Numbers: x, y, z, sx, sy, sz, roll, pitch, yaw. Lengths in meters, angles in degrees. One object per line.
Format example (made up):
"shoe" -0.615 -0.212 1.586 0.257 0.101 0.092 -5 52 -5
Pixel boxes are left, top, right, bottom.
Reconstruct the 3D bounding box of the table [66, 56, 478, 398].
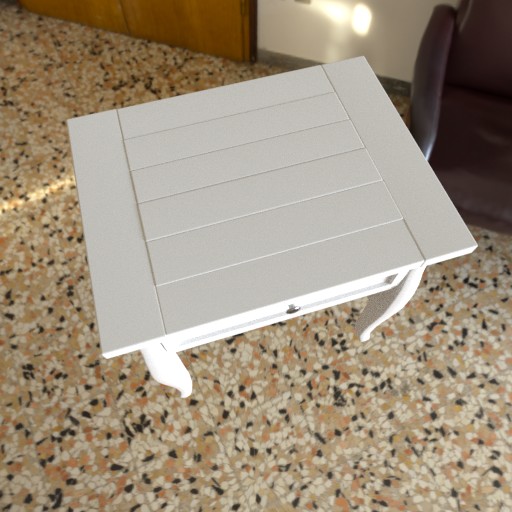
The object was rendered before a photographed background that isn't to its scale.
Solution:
"table" 0.000 0.000 1.033 0.599 0.605 0.463 -15 64 -8
